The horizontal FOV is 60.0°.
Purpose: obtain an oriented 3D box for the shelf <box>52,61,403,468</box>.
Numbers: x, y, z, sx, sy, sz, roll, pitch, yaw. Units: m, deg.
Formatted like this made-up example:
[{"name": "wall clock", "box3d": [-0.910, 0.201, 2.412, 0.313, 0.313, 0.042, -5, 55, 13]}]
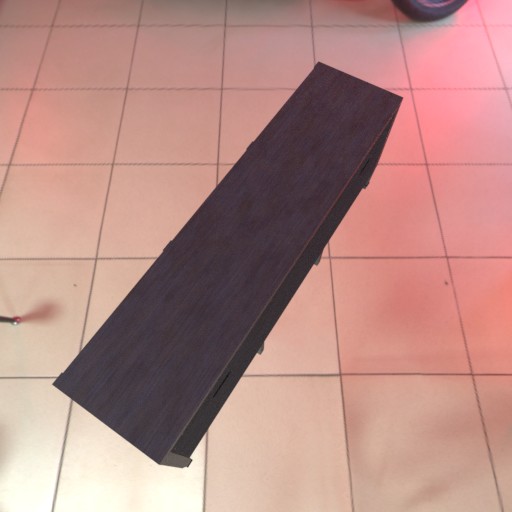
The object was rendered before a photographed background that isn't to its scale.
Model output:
[{"name": "shelf", "box3d": [0.000, 0.000, 2.132, 0.471, 0.715, 1.878, 30, 67, 14]}]
